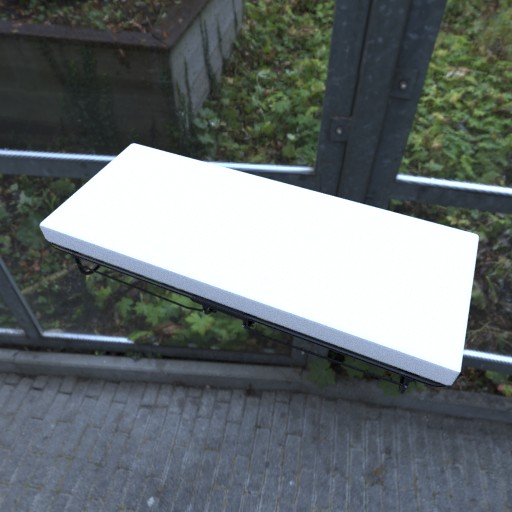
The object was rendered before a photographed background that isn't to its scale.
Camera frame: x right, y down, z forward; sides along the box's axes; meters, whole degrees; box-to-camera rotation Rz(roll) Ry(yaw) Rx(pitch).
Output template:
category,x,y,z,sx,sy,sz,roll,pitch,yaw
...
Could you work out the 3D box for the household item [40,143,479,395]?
category,x,y,z,sx,sy,sz,roll,pitch,yaw
household item,0.000,0.000,2.129,1.905,0.356,0.787,18,49,16
